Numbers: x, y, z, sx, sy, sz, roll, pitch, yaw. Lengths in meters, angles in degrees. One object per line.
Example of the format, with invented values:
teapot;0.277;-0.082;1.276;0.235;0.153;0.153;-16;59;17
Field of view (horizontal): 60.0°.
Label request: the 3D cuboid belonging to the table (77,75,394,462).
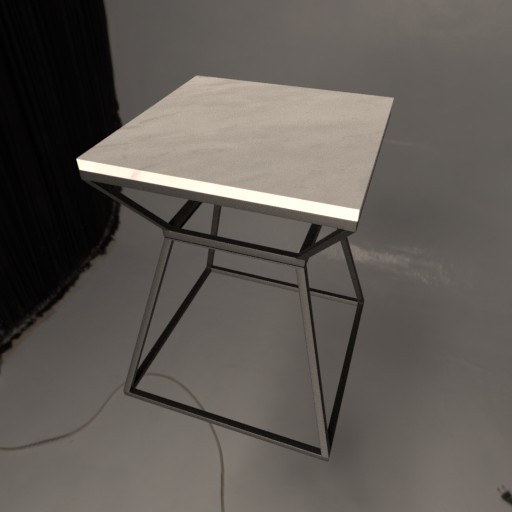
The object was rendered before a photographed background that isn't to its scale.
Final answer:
table;0.000;0.000;0.906;0.455;0.559;0.455;12;41;15
